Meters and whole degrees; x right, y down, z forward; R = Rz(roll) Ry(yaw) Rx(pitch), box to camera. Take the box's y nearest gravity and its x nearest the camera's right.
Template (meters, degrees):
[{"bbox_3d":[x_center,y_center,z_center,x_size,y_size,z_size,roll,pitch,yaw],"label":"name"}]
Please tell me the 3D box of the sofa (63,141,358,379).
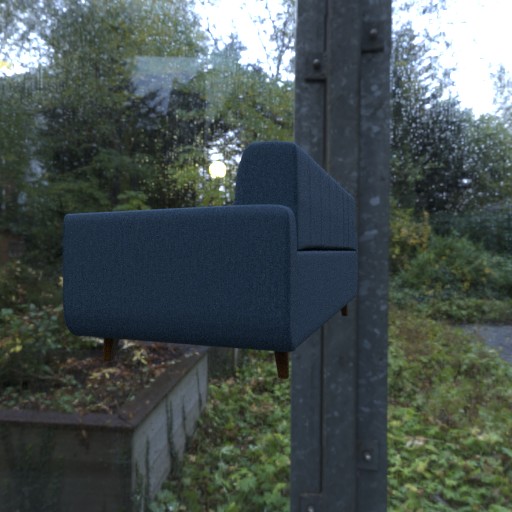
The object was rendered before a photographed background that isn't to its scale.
[{"bbox_3d":[0.000,0.000,2.562,0.942,0.884,2.055,0,1,19],"label":"sofa"}]
